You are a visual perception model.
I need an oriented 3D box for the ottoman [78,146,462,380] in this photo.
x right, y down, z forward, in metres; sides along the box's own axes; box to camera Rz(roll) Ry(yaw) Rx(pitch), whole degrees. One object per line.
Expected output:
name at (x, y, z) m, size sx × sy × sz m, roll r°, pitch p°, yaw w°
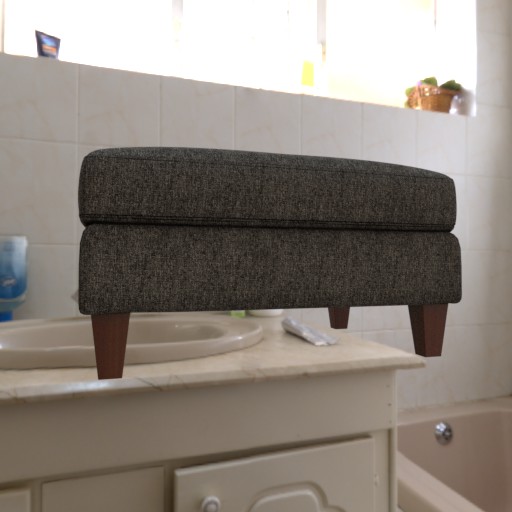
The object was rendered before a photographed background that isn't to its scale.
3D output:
ottoman at (0.000, 0.000, 1.195) m, size 0.864 × 0.483 × 0.584 m, roll 0°, pitch -1°, yaw -16°
